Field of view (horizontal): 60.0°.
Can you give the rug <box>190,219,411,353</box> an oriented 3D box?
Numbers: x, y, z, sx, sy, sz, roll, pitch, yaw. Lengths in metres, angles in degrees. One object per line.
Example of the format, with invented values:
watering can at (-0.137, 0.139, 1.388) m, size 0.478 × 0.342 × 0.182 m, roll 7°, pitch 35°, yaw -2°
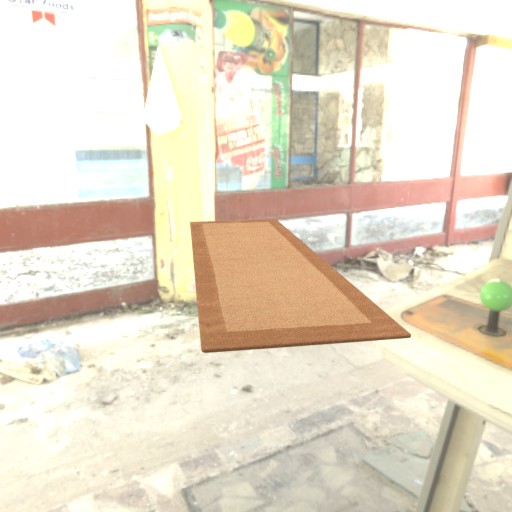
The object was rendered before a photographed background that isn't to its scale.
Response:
rug at (0.000, 0.000, 2.718) m, size 0.764 × 0.017 × 2.439 m, roll -2°, pitch 15°, yaw -9°
